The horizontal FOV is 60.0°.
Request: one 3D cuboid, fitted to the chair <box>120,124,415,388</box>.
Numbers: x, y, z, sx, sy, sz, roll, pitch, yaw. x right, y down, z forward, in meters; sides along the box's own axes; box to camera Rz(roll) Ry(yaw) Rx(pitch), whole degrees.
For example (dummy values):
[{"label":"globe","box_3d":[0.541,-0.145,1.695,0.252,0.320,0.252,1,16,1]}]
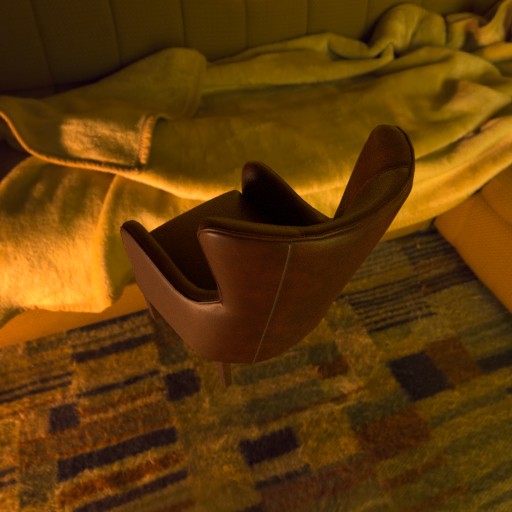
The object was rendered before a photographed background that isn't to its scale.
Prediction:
[{"label":"chair","box_3d":[0.000,0.000,1.647,0.692,1.048,0.914,-32,54,-26]}]
